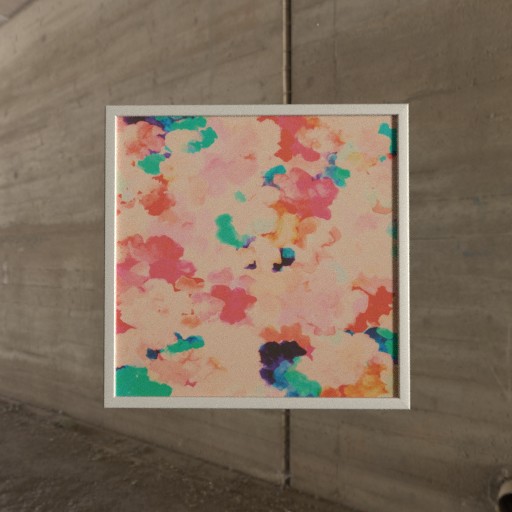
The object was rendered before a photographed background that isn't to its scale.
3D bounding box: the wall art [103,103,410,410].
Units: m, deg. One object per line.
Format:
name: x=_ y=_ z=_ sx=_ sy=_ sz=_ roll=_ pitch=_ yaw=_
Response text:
wall art: x=0.000 y=0.000 z=0.754 sx=0.506 sy=0.505 sz=0.038 roll=0 pitch=-1 yaw=1
